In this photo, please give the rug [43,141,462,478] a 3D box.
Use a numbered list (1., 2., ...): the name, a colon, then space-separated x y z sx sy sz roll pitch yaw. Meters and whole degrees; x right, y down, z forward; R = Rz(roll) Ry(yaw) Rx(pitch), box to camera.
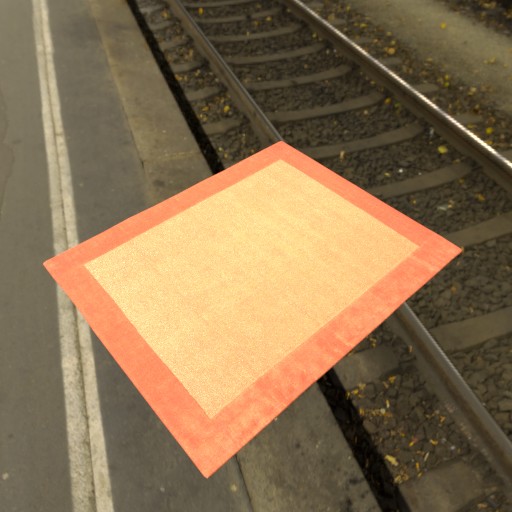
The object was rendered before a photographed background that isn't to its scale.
1. rug: 0.000 0.000 4.031 2.976 0.018 2.430 -33 55 -27
